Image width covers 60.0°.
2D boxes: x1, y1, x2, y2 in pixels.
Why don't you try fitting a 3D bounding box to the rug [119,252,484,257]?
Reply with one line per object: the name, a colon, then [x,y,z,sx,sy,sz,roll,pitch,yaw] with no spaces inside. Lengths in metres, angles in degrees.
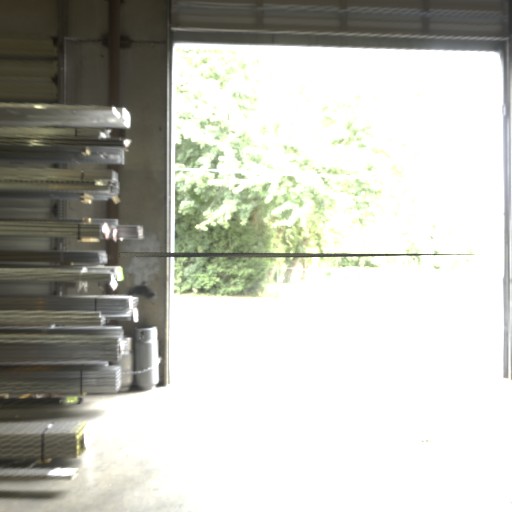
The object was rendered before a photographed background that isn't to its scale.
rug: [0.000,0.000,4.162,2.453,0.004,3.037,0,-1,-17]
